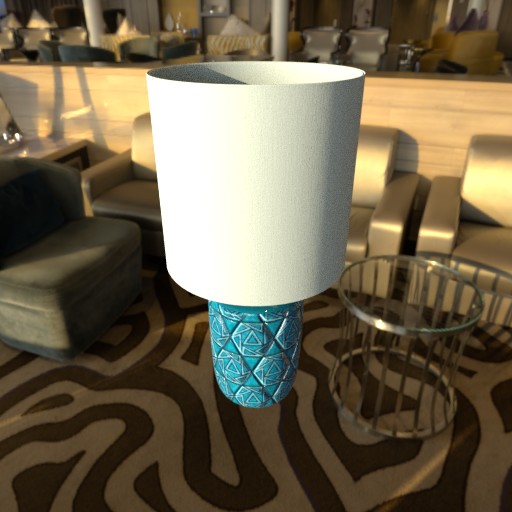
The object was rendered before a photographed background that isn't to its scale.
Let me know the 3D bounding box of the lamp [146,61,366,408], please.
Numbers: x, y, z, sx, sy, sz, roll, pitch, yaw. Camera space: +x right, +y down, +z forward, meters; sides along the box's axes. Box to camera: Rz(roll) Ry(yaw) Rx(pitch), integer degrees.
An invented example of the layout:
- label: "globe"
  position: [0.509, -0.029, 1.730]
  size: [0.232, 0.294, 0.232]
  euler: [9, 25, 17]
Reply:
- label: "lamp"
  position: [0.000, 0.000, 0.487]
  size: [0.193, 0.377, 0.193]
  euler: [7, 29, 14]
